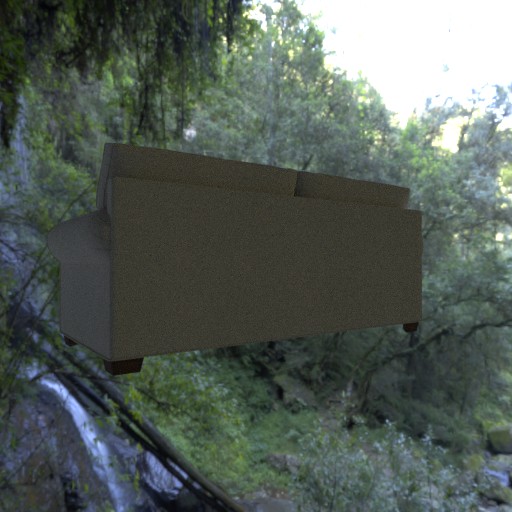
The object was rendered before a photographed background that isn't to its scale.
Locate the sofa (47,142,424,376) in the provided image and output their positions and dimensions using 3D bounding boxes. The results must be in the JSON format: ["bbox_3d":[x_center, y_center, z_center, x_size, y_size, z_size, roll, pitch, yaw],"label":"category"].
[{"bbox_3d":[0.000,0.000,2.636,2.146,0.962,0.901,1,-1,-35],"label":"sofa"}]
